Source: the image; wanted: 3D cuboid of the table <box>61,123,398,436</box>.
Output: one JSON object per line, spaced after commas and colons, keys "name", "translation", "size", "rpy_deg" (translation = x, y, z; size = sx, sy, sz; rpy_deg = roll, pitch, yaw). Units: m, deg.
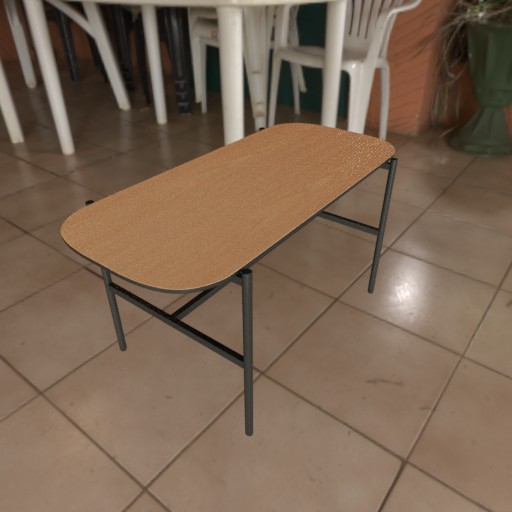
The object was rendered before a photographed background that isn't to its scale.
{"name": "table", "translation": [0.000, 0.000, 1.054], "size": [0.400, 0.400, 0.800], "rpy_deg": [23, 40, 30]}
